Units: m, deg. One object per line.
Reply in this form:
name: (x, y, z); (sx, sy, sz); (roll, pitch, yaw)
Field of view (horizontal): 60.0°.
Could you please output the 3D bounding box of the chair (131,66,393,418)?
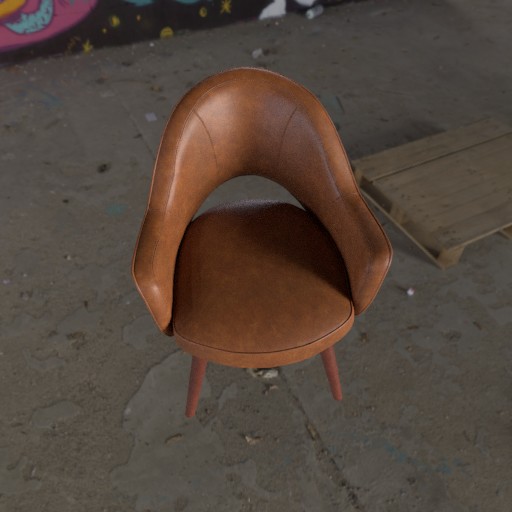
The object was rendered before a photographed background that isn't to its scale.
chair: (0.000, 0.000, 1.227); (0.591, 0.777, 0.640); (-5, 47, -5)
